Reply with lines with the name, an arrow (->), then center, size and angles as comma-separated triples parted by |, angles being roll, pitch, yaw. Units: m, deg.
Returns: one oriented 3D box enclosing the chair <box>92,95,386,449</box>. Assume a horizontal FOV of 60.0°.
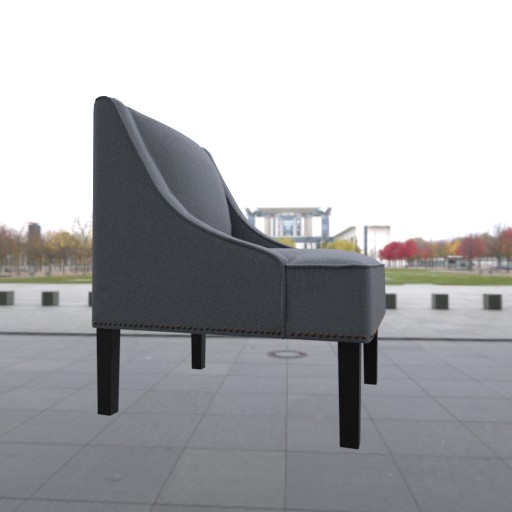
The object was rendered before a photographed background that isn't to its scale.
chair -> 0.000, 0.000, 1.369 | 0.747, 0.867, 0.631 | 0, -1, 19
